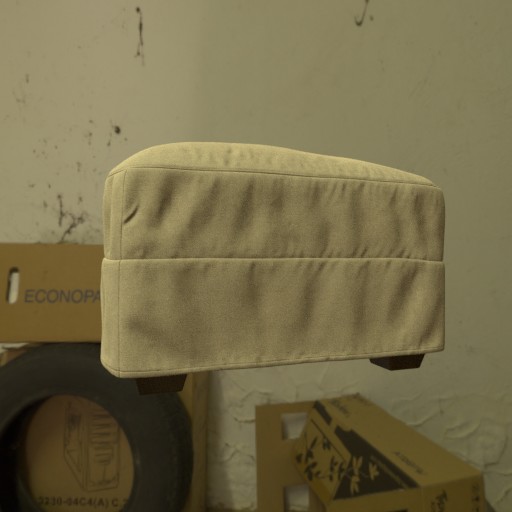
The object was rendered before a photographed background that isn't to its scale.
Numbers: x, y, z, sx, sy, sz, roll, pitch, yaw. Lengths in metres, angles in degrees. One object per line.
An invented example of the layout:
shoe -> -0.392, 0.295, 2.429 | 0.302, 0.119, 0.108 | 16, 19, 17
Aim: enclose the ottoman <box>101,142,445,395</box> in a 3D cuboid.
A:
ottoman -> 0.000, 0.000, 1.074 | 0.712, 0.480, 0.584 | 0, 0, -19
